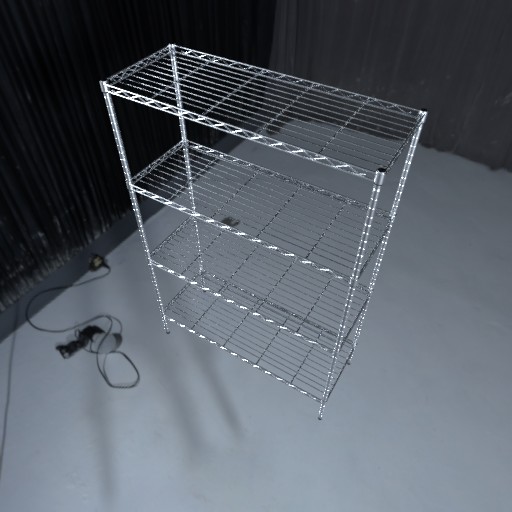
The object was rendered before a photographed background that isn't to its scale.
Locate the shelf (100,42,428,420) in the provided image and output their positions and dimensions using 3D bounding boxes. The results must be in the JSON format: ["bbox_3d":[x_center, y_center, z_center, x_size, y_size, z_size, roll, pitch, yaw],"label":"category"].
[{"bbox_3d":[0.000,0.000,1.773,0.907,1.360,0.352,24,51,21],"label":"shelf"}]
